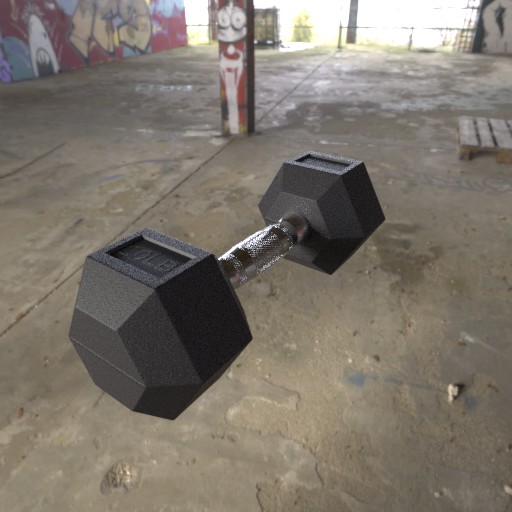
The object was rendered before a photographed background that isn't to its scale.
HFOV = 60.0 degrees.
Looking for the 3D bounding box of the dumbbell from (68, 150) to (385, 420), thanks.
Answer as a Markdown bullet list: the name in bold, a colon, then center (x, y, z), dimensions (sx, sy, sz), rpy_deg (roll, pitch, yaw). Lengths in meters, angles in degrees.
- **dumbbell**: center (0.000, 0.000, 0.360), dimensions (0.116, 0.101, 0.297), rpy_deg (20, 36, 31)
